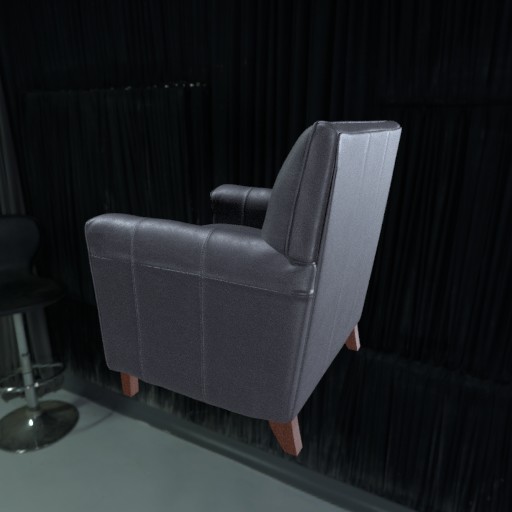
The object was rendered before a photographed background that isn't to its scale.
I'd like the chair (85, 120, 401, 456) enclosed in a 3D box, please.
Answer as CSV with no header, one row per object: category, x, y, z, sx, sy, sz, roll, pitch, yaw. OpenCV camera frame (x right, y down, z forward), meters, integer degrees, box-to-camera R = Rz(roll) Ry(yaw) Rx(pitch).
chair,0.000,0.000,1.613,0.825,0.943,0.870,8,19,26
